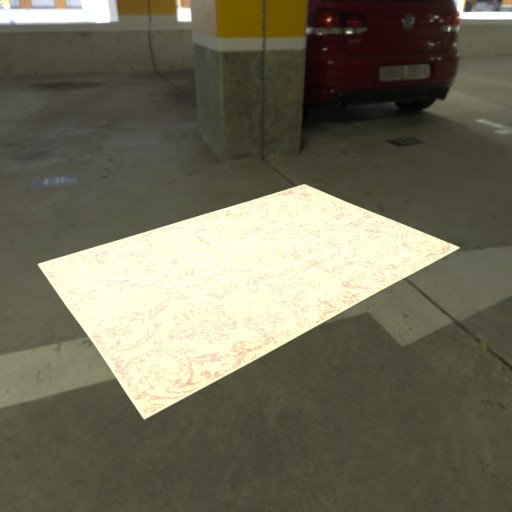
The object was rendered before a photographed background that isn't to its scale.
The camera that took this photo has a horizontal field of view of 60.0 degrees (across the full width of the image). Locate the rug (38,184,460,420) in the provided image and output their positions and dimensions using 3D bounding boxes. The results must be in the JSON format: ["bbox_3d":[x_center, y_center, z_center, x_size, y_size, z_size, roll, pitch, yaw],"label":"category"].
[{"bbox_3d":[0.000,0.000,3.443,2.746,0.018,1.819,-21,36,-32],"label":"rug"}]
